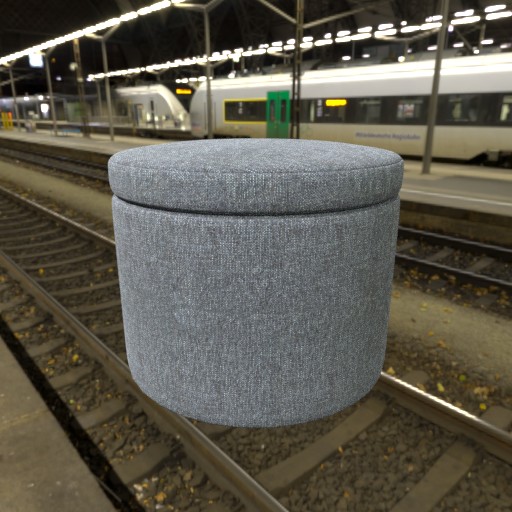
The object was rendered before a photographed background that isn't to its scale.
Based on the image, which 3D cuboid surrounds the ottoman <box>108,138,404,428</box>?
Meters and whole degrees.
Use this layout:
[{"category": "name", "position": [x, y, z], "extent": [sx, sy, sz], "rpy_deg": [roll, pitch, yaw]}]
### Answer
[{"category": "ottoman", "position": [0.000, 0.000, 0.839], "extent": [0.500, 0.419, 0.500], "rpy_deg": [0, 18, 0]}]
